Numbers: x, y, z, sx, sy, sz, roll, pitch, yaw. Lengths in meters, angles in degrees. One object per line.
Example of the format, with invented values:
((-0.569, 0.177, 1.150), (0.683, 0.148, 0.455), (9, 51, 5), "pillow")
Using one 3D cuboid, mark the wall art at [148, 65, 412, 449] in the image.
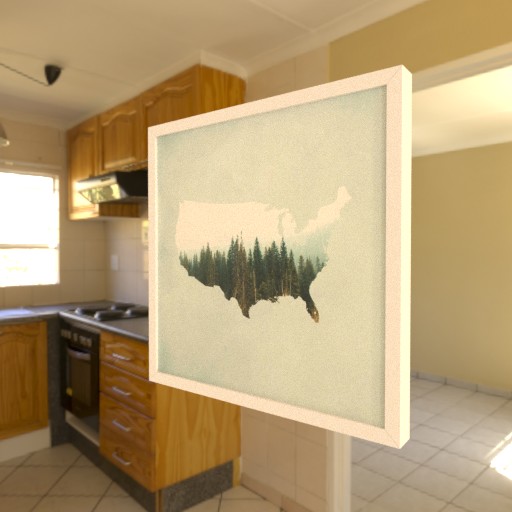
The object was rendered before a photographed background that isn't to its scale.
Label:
((0.000, 0.000, 0.451), (0.304, 0.304, 0.024), (1, 1, 37), "wall art")
